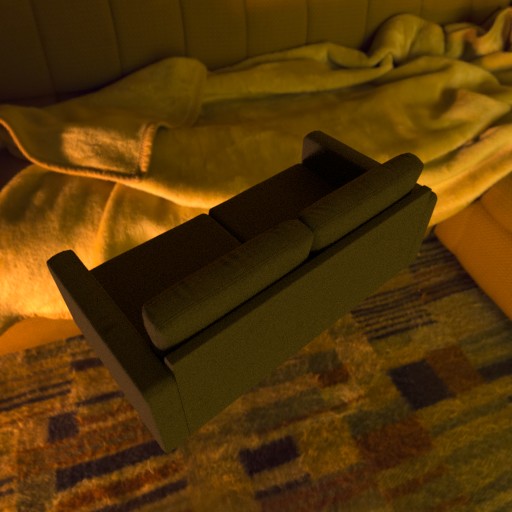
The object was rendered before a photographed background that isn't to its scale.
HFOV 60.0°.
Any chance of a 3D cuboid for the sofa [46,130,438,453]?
[{"bbox_3d":[0.000,0.000,2.268,1.730,0.897,0.889,-31,53,-27],"label":"sofa"}]
